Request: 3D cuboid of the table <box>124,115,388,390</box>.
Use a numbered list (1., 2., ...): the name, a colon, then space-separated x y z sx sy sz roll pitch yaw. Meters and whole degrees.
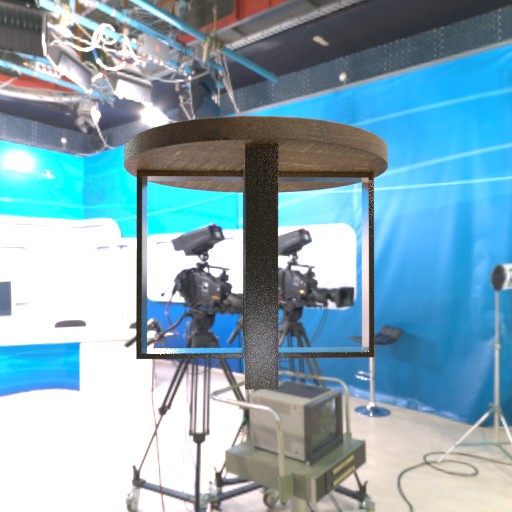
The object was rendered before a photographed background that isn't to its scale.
1. table: 0.000 0.000 0.974 0.557 0.437 0.557 0 -1 0
